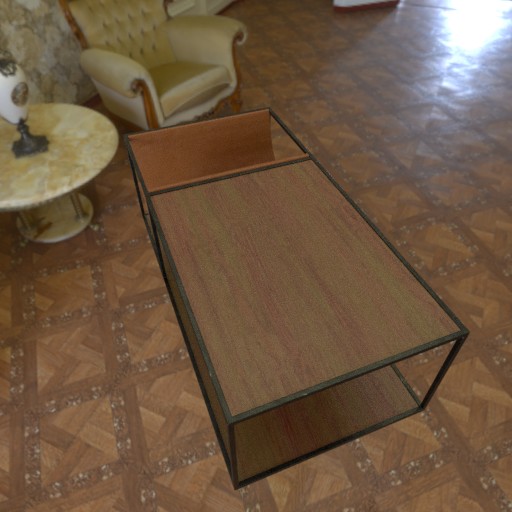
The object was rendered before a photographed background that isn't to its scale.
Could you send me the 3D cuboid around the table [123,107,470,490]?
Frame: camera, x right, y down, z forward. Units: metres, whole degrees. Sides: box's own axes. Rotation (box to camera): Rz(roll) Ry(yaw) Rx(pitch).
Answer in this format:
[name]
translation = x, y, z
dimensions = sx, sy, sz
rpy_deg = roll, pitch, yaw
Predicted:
[table]
translation = 0.000, 0.000, 1.487
dimensions = 0.597, 0.403, 1.199
rpy_deg = -16, 47, -15
